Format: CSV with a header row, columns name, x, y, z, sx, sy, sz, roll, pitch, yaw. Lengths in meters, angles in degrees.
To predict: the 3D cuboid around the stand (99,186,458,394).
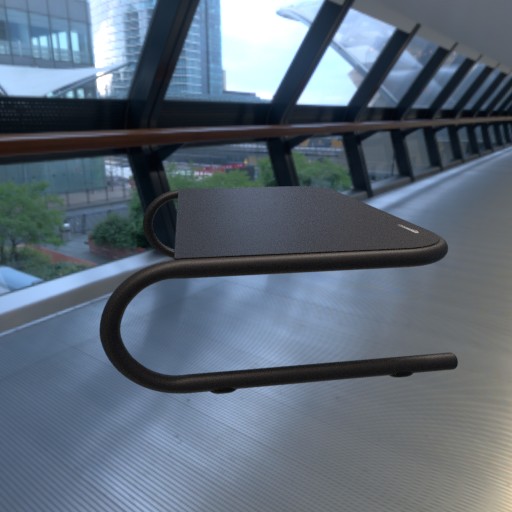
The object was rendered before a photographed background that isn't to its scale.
name,x,y,z,sx,sy,sz,roll,pitch,yaw
stand,0.000,0.000,0.503,0.280,0.108,0.370,-3,17,-9
